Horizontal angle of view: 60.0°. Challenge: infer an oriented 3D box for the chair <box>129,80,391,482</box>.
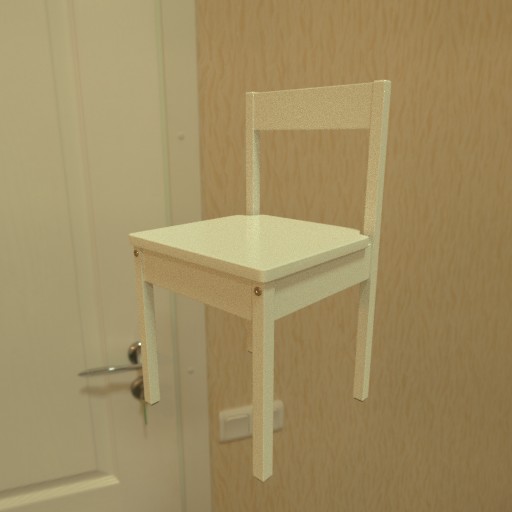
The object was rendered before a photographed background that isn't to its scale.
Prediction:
[{"bbox_3d":[0.000,0.000,0.900,0.367,0.668,0.361,14,20,41],"label":"chair"}]
